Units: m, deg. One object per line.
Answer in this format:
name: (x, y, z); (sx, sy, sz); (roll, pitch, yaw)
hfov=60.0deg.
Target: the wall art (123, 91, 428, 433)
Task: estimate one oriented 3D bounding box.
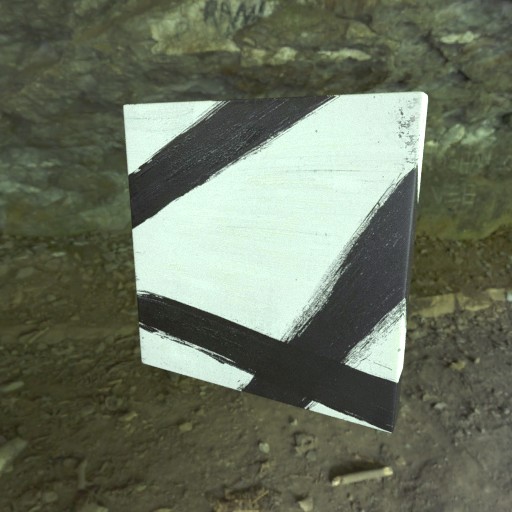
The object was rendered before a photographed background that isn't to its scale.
wall art: (0.000, 0.000, 0.763); (0.507, 0.508, 0.050); (7, 17, 26)
